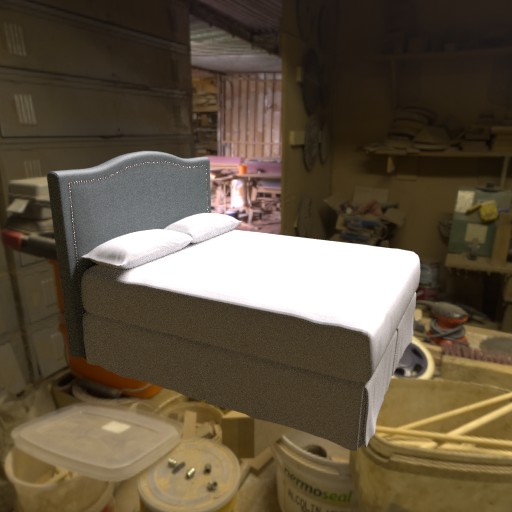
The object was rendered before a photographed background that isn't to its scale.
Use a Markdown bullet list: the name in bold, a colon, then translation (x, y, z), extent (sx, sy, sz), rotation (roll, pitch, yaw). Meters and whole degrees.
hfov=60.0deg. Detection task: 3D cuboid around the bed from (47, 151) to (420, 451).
- **bed**: translation (0.000, 0.000, 3.267), extent (2.143, 1.460, 1.753), rotation (8, 18, 27)
